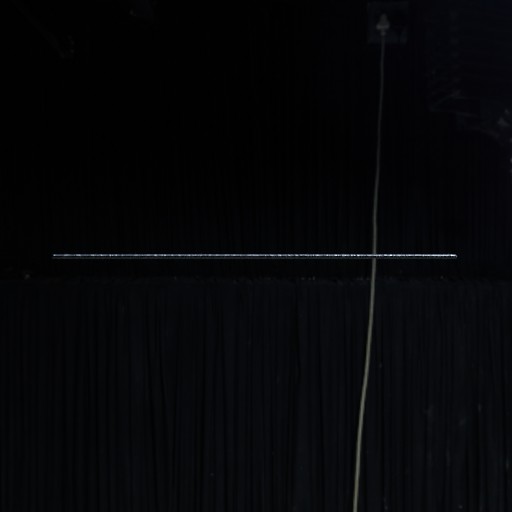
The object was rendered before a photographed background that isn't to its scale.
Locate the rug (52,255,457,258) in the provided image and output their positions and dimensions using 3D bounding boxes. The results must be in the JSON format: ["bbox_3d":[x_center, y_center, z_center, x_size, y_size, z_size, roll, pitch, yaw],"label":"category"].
[{"bbox_3d":[0.000,0.000,4.188,2.456,0.021,3.042,0,0,1],"label":"rug"}]
